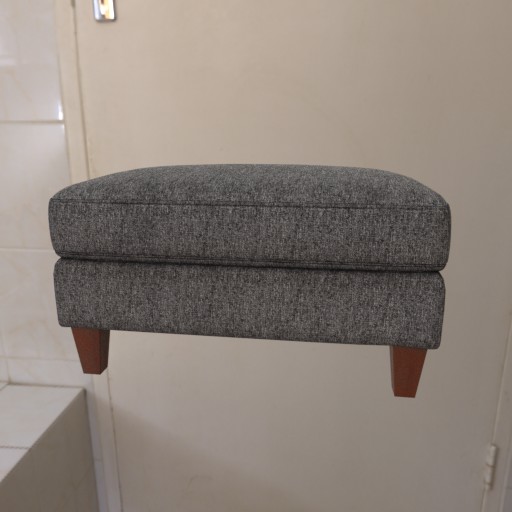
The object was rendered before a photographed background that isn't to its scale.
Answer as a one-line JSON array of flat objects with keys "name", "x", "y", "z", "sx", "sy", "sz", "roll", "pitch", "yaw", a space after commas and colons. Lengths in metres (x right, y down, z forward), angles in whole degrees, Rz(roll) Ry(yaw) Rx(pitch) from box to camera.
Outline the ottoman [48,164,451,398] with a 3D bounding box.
[{"name": "ottoman", "x": 0.000, "y": 0.000, "z": 1.200, "sx": 0.864, "sy": 0.483, "sz": 0.584, "roll": 2, "pitch": 15, "yaw": 8}]
